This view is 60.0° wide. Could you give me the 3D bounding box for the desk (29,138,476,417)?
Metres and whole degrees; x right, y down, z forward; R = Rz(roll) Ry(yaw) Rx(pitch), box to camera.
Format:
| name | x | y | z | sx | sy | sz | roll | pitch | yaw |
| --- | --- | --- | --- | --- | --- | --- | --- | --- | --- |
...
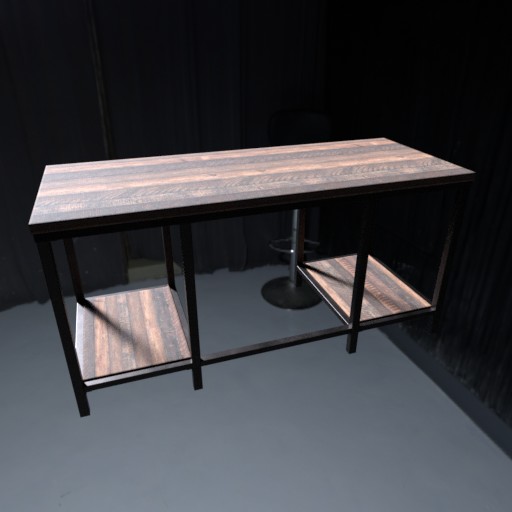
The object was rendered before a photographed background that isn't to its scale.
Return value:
| name | x | y | z | sx | sy | sz | roll | pitch | yaw |
| --- | --- | --- | --- | --- | --- | --- | --- | --- | --- |
| desk | 0.000 | 0.000 | 1.879 | 1.538 | 0.753 | 0.617 | -9 | 29 | -16 |
